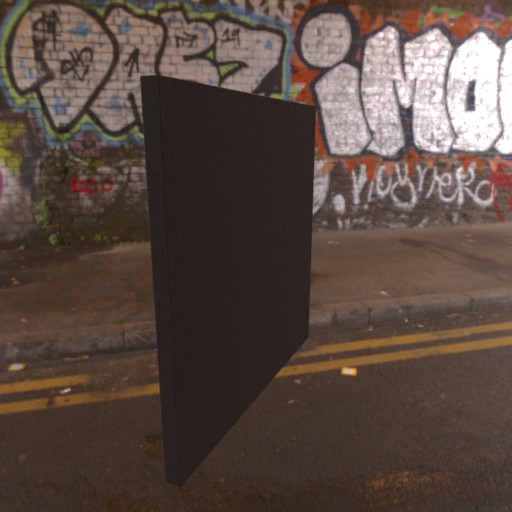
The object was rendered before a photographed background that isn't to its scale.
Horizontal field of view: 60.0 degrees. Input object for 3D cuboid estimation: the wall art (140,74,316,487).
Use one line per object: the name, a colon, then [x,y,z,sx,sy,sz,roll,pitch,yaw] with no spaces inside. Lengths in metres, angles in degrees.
wall art: [0.000,0.000,1.117,0.038,0.762,0.762,7,16,25]
